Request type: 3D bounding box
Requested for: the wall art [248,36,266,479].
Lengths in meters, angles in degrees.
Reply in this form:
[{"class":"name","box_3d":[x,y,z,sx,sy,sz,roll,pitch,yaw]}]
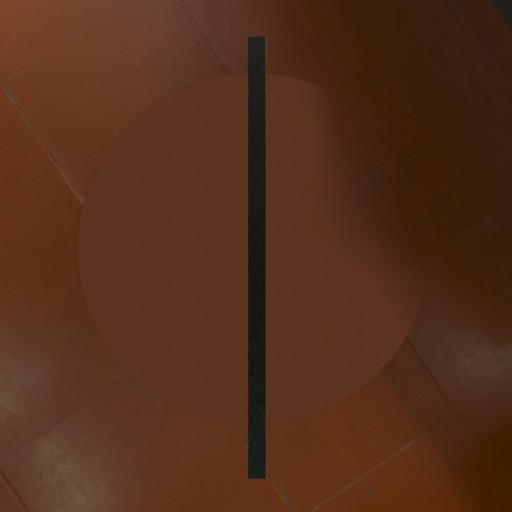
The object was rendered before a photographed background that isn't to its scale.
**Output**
[{"class":"wall art","box_3d":[0.000,0.000,1.161,0.031,0.775,0.773,0,91,0]}]
